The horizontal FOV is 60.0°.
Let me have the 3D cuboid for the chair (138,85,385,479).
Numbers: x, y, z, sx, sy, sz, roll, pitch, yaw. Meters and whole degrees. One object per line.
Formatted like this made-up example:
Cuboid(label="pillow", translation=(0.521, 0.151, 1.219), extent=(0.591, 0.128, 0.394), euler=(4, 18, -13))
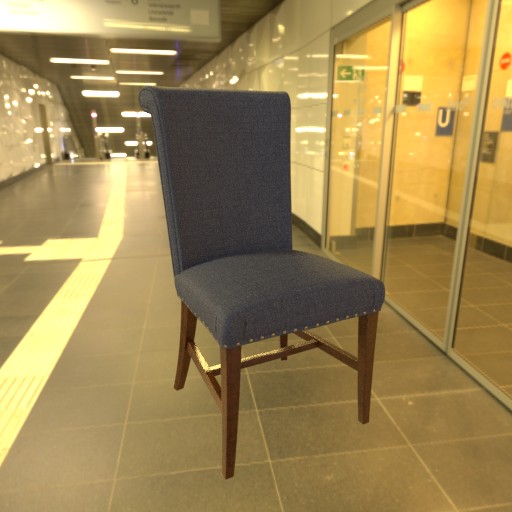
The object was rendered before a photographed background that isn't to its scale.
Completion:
Cuboid(label="chair", translation=(0.000, 0.000, 1.347), extent=(0.513, 0.988, 0.608), euler=(-9, 18, -27))
